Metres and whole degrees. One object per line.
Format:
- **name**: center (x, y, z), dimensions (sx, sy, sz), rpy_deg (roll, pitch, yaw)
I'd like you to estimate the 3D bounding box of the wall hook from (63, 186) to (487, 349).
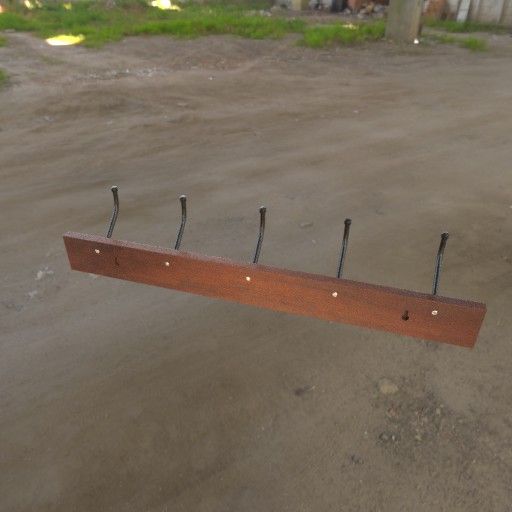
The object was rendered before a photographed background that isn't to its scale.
- **wall hook**: center (0.000, 0.000, 0.605), dimensions (0.571, 0.117, 0.071), rpy_deg (9, 33, 15)
